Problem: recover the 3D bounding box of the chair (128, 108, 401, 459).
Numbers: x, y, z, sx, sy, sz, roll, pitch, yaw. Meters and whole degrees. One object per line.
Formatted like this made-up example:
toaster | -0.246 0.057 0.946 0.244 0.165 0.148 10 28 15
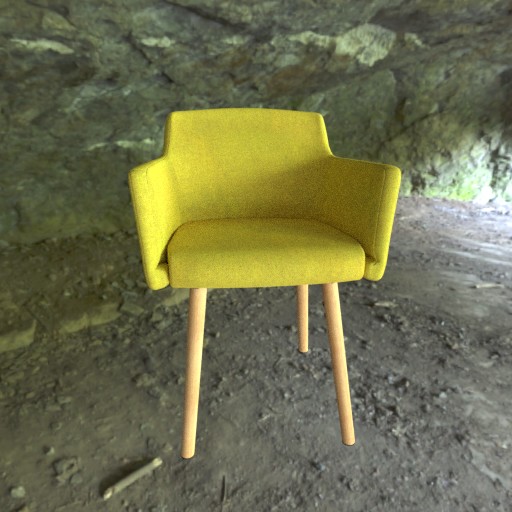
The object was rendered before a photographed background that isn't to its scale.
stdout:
chair | 0.000 0.000 1.185 0.570 0.780 0.570 -2 15 -7
